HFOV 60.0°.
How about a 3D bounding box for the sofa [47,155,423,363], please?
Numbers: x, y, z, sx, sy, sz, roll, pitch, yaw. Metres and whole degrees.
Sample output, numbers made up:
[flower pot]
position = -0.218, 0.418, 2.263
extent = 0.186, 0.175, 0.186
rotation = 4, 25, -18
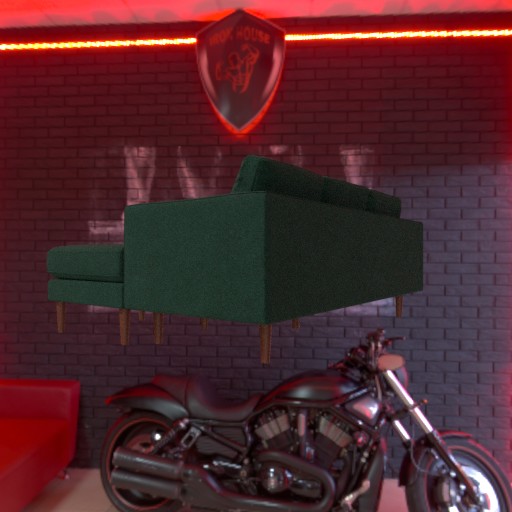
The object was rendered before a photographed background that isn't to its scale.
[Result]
[sofa]
position = 0.000, 0.000, 2.920
extent = 1.580, 0.899, 2.030
rotation = 0, 0, 37
